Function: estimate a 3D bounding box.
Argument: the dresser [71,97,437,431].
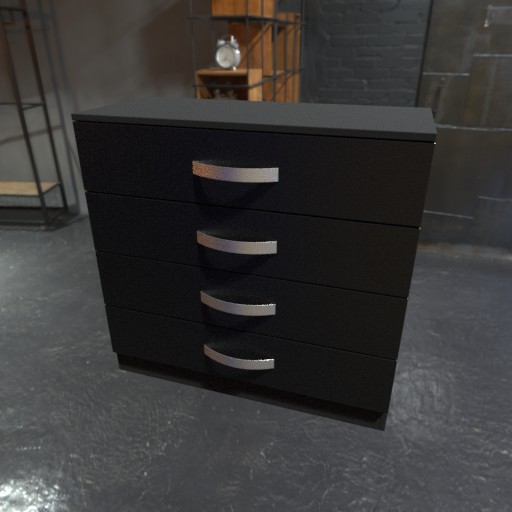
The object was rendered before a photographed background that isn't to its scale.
[{"bbox_3d":[0.000,0.000,1.150,0.750,0.720,0.360,8,27,16],"label":"dresser"}]
